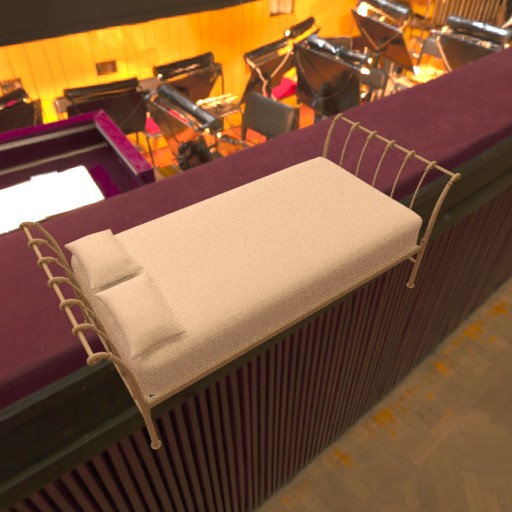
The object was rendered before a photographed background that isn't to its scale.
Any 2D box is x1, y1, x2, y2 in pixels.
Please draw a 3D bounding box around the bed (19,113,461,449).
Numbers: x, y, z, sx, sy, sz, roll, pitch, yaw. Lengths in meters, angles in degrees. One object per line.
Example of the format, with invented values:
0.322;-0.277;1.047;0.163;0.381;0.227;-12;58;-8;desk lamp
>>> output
0.000;0.000;2.688;2.228;0.873;1.032;-25;48;-25;bed
